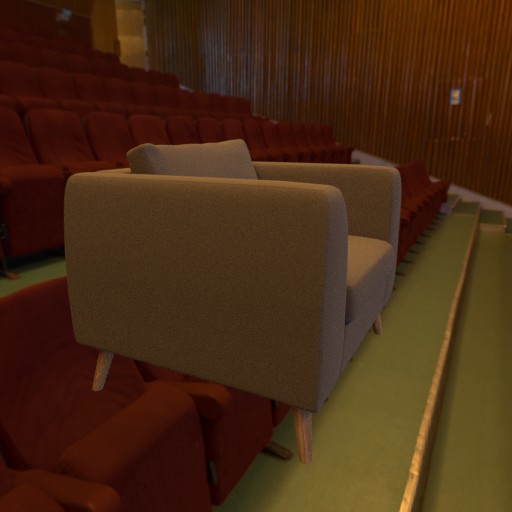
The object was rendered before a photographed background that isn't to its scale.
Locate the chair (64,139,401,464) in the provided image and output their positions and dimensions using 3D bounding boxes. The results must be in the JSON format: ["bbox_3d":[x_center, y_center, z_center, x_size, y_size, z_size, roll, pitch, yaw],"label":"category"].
[{"bbox_3d":[0.000,0.000,1.697,0.930,0.860,1.000,8,17,26],"label":"chair"}]
